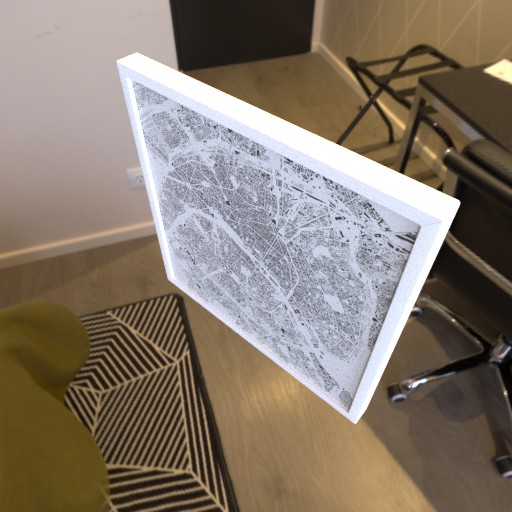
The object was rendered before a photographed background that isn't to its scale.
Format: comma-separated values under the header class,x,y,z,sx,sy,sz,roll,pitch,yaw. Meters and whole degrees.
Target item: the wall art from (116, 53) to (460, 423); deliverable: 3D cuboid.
class,x,y,z,sx,sy,sz,roll,pitch,yaw
wall art,0.000,0.000,0.730,0.508,0.508,0.038,33,56,26
